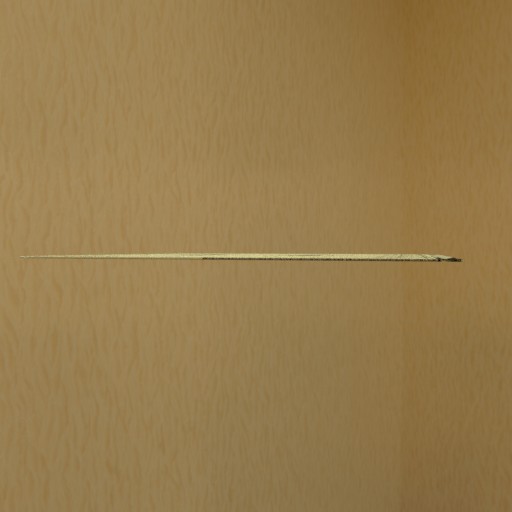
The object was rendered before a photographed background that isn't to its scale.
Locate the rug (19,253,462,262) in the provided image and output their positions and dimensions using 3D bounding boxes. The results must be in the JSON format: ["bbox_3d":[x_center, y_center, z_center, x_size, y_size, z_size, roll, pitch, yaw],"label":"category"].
[{"bbox_3d":[0.000,0.000,2.911,2.312,0.013,1.600,0,1,19],"label":"rug"}]
